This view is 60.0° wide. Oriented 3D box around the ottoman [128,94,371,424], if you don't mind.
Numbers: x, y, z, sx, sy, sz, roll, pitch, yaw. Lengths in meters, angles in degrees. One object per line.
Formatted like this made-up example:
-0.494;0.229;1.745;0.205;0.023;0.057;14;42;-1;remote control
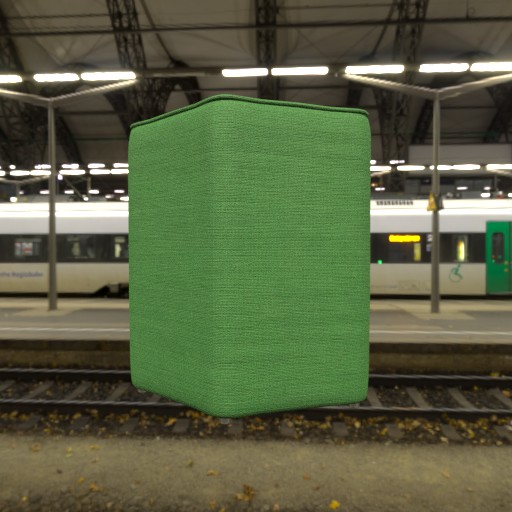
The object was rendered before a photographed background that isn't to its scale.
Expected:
0.000;0.000;0.900;0.499;0.507;0.444;0;1;-18;ottoman
